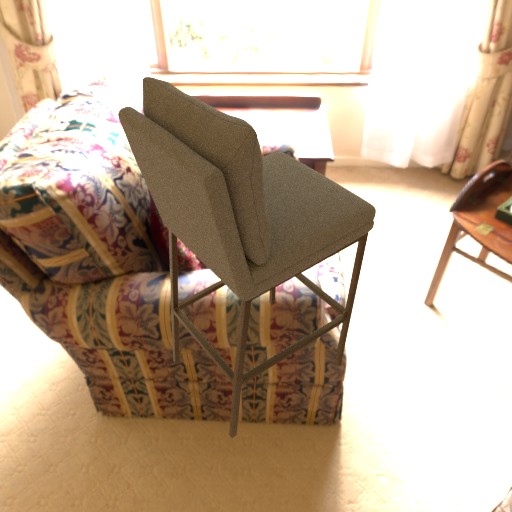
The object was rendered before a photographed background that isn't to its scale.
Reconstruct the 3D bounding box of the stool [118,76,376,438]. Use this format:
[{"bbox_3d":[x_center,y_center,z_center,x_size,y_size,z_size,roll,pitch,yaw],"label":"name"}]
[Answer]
[{"bbox_3d":[0.000,0.000,1.442,0.569,1.132,0.463,-27,47,-27],"label":"stool"}]
